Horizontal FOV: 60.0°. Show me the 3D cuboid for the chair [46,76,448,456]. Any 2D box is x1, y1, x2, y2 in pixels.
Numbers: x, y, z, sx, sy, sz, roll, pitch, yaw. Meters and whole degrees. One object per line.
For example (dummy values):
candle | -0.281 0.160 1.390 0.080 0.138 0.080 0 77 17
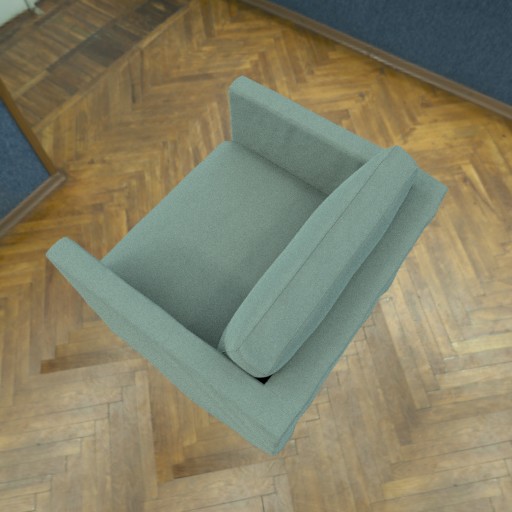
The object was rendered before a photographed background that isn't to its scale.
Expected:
chair | 0.000 0.000 1.695 0.949 0.863 1.057 33 67 16
